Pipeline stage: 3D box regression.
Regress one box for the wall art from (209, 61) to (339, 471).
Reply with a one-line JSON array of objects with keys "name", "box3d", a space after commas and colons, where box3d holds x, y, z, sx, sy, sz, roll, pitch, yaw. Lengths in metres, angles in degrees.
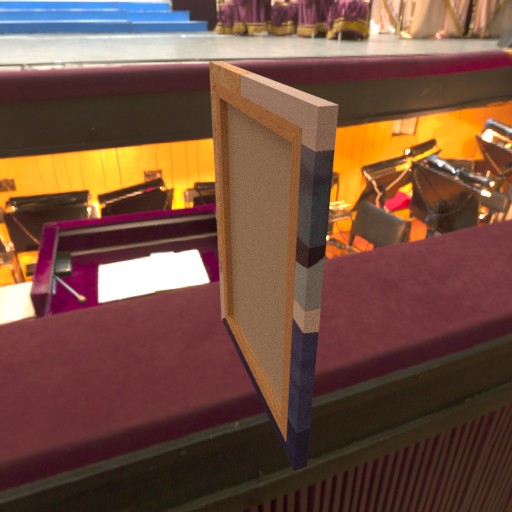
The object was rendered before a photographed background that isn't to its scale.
[{"name": "wall art", "box3d": [0.000, 0.000, 0.813, 0.026, 0.613, 0.458, -10, 31, -17]}]
